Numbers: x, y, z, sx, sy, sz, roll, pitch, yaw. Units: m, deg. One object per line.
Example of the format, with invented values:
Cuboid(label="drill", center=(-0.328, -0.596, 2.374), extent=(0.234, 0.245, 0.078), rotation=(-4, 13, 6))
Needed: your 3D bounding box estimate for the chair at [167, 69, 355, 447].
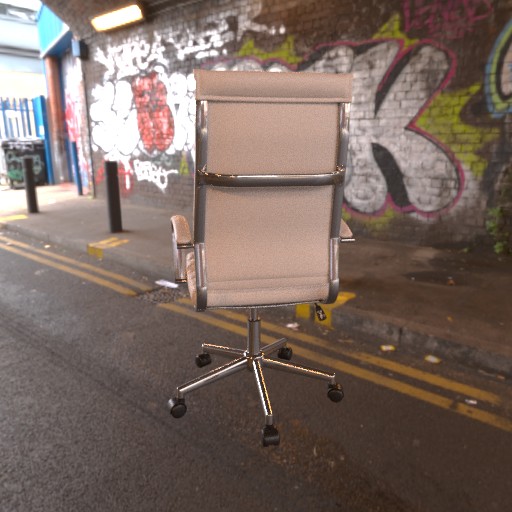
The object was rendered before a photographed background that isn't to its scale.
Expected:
Cuboid(label="chair", center=(0.000, 0.000, 1.588), extent=(0.679, 1.149, 0.679), rotation=(-2, 14, -10))
